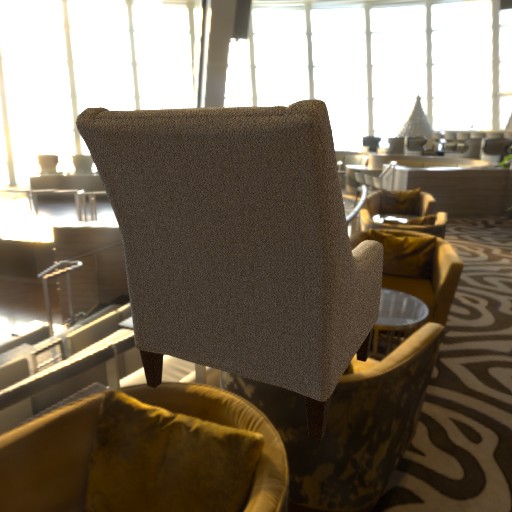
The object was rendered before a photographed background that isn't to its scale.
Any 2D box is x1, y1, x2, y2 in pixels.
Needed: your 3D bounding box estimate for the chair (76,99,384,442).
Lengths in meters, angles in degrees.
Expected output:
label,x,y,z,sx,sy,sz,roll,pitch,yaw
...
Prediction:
label,x,y,z,sx,sy,sz,roll,pitch,yaw
chair,0.000,0.000,1.616,0.774,1.014,0.870,8,18,26
